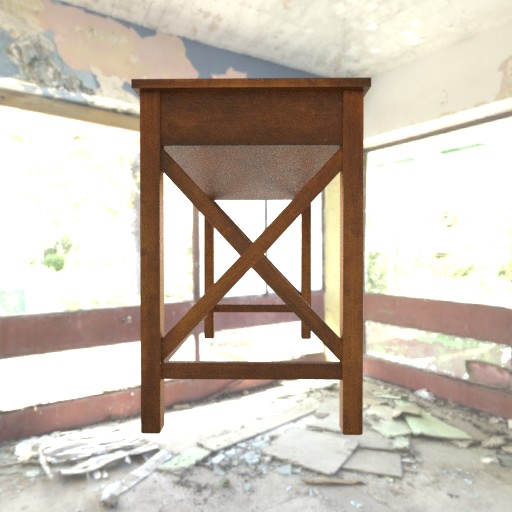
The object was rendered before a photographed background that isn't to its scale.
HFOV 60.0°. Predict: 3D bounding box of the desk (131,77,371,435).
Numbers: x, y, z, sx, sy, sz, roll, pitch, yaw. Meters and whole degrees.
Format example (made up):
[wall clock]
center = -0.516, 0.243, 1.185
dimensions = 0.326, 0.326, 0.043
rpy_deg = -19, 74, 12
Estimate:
[desk]
center = 0.000, 0.000, 1.494
dimensions = 0.508, 0.762, 1.117
rpy_deg = 0, 1, 1
